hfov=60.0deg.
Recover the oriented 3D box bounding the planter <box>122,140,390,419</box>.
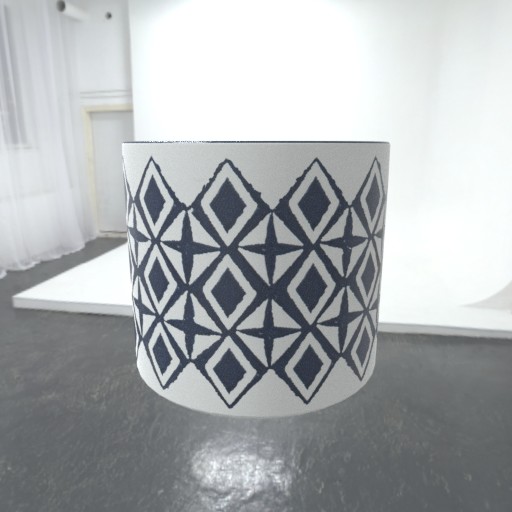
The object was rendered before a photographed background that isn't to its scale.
[{"bbox_3d":[0.000,0.000,0.330,0.182,0.165,0.182,0,14,0],"label":"planter"}]
